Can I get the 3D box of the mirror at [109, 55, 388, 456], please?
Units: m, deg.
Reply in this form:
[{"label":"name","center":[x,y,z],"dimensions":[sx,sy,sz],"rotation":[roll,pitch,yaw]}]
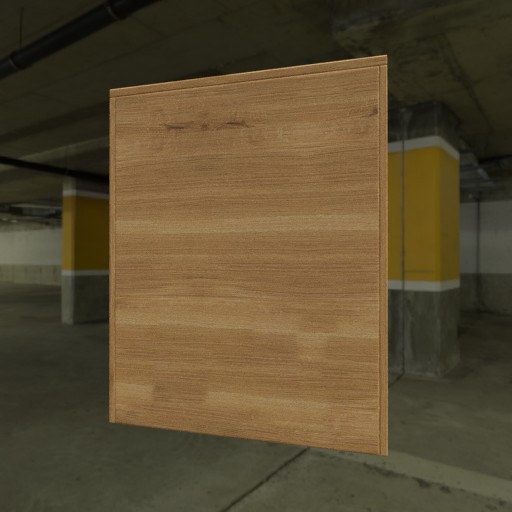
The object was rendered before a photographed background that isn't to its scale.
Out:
[{"label":"mirror","center":[0.000,0.000,1.407],"dimensions":[0.800,1.000,0.400],"rotation":[0,0,17]}]
